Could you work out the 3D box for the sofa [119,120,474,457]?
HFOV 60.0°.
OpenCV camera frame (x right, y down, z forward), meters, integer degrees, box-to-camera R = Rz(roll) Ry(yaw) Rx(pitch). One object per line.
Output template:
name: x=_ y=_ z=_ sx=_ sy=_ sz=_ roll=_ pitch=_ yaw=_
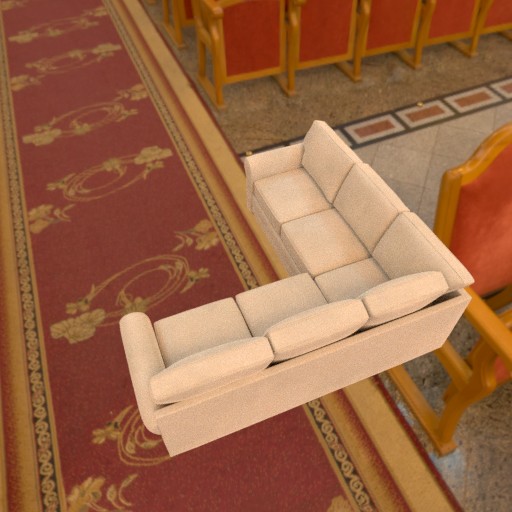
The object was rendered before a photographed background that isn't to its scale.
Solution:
sofa: x=0.000 y=0.000 z=4.014 sx=2.569 sy=1.054 sz=2.487 roll=-17 pitch=51 yaw=-15
